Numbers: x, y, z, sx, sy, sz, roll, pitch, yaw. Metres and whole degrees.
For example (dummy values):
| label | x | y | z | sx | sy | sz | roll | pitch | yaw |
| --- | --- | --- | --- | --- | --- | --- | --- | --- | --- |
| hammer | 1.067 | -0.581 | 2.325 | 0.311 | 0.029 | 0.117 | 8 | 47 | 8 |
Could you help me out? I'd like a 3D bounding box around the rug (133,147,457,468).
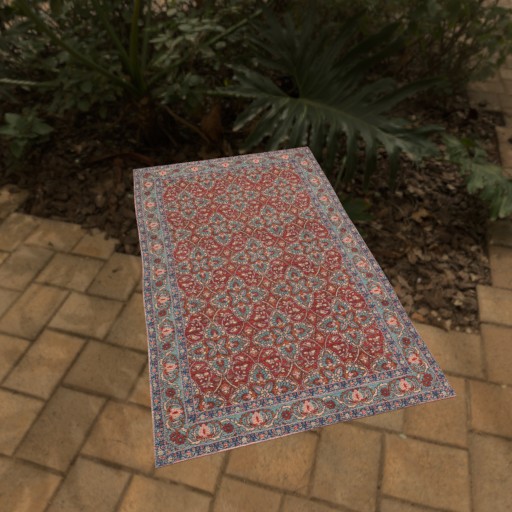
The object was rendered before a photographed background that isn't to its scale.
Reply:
| label | x | y | z | sx | sy | sz | roll | pitch | yaw |
| --- | --- | --- | --- | --- | --- | --- | --- | --- | --- |
| rug | 0.000 | 0.000 | 2.972 | 1.533 | 0.011 | 2.439 | -10 | 46 | -9 |
